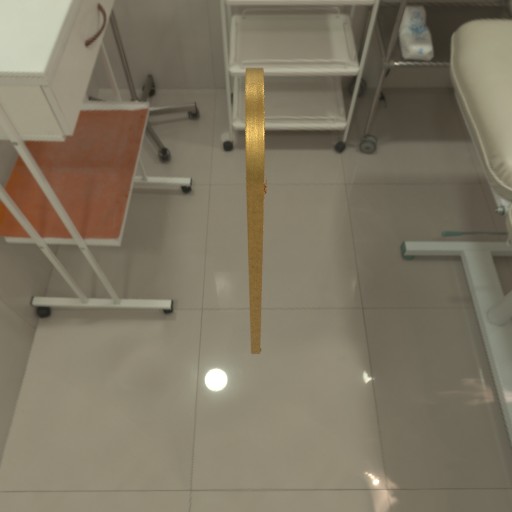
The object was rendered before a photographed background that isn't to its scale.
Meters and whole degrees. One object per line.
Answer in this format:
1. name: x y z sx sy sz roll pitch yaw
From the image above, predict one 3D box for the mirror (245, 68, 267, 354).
1. mirror: 0.000 0.000 1.081 0.032 0.991 0.222 0 59 0
